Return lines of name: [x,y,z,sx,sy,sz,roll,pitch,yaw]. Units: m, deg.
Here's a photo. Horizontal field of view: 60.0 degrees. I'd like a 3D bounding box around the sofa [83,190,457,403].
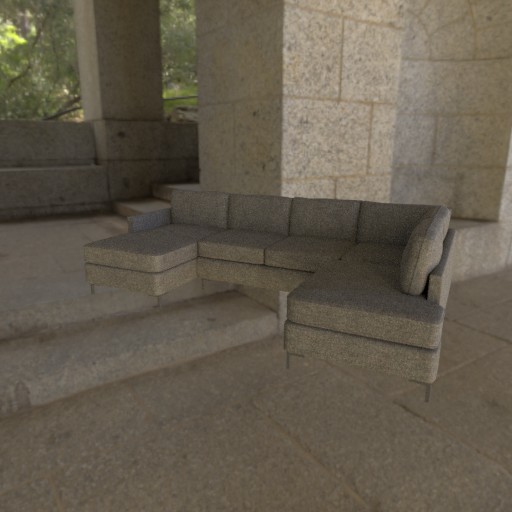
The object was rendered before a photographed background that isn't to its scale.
sofa: [0.000,0.000,4.198,3.423,0.999,2.048,7,17,25]
